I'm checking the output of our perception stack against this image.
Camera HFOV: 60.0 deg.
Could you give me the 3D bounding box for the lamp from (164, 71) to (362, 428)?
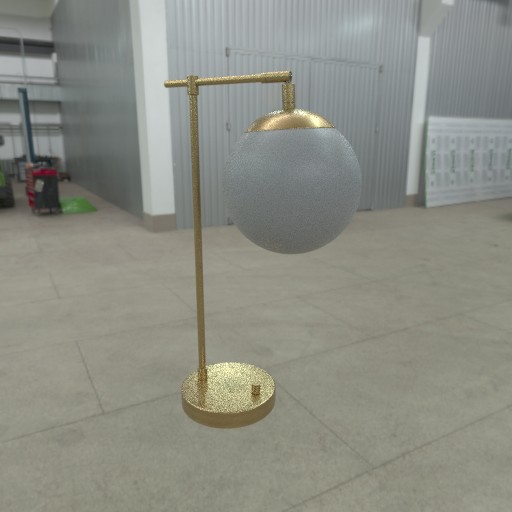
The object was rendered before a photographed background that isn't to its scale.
[{"bbox_3d":[0.000,0.000,0.720,0.324,0.559,0.207,7,16,25],"label":"lamp"}]
